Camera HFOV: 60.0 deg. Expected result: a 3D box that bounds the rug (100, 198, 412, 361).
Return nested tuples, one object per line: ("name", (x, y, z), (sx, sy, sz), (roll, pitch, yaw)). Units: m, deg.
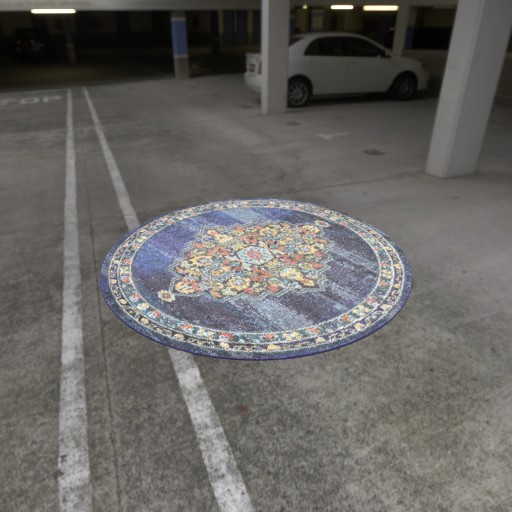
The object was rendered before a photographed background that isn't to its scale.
("rug", (0.000, 0.000, 2.360), (1.591, 0.010, 1.591), (0, 30, 0))
